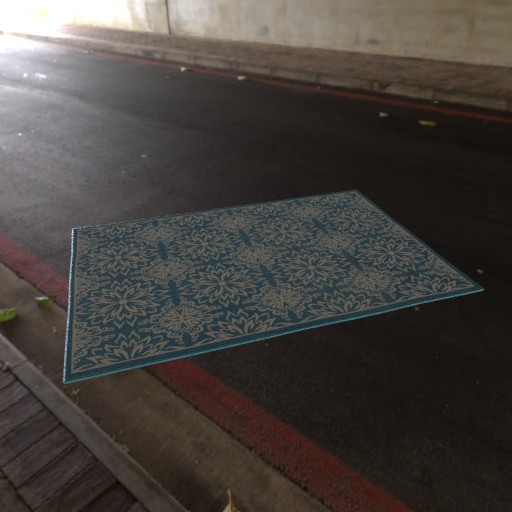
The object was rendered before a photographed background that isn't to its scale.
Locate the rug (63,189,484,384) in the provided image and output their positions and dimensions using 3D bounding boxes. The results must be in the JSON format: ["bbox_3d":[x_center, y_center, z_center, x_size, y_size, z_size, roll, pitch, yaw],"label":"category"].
[{"bbox_3d":[0.000,0.000,2.303,1.833,0.012,1.211,-10,33,-15],"label":"rug"}]
